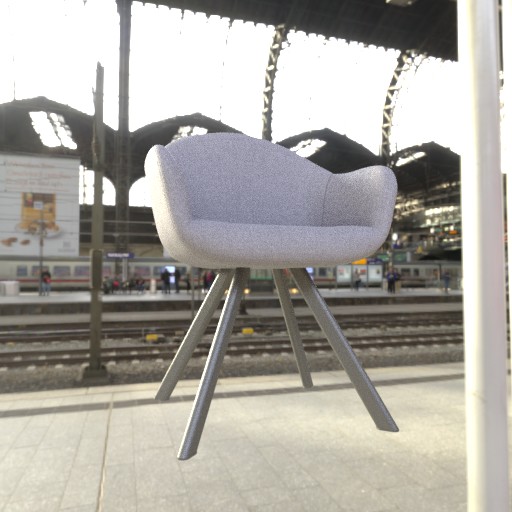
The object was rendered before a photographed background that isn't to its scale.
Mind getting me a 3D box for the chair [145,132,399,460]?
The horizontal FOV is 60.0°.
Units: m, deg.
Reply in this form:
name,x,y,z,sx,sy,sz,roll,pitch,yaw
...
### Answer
name,x,y,z,sx,sy,sz,roll,pitch,yaw
chair,0.000,0.000,1.181,0.590,0.795,0.550,1,-3,-19
